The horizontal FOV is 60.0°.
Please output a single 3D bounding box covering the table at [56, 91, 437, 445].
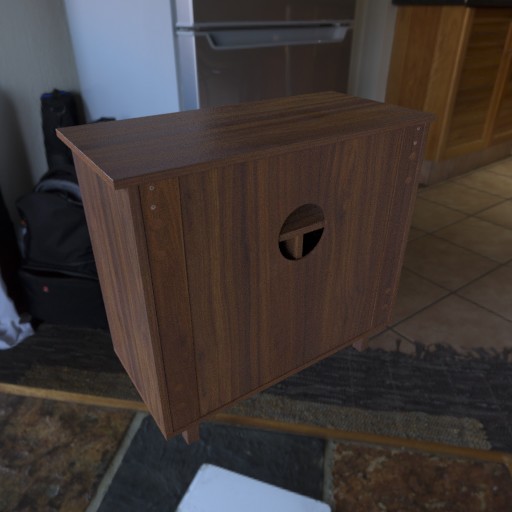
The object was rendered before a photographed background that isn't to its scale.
[{"bbox_3d":[0.000,0.000,1.209,0.802,0.725,0.390,-19,35,-29],"label":"table"}]
